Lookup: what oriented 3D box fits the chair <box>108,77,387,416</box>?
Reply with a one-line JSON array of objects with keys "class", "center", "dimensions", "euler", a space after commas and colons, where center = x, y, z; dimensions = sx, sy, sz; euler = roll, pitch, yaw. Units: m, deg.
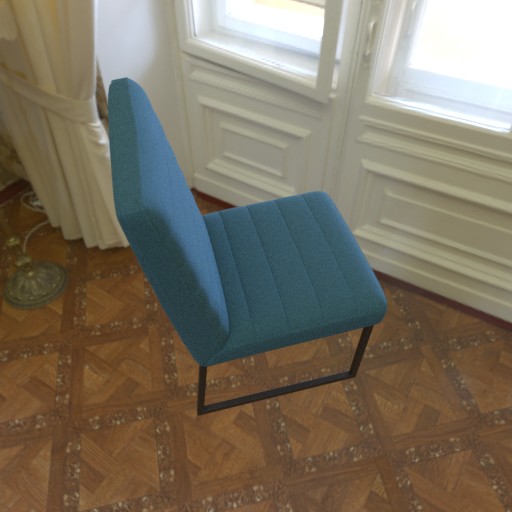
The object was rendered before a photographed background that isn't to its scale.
[{"class": "chair", "center": [0.000, 0.000, 1.301], "dimensions": [0.634, 0.930, 0.520], "euler": [-11, 49, -10]}]
